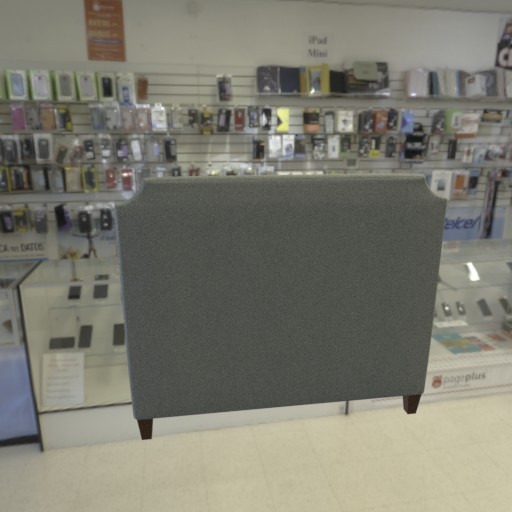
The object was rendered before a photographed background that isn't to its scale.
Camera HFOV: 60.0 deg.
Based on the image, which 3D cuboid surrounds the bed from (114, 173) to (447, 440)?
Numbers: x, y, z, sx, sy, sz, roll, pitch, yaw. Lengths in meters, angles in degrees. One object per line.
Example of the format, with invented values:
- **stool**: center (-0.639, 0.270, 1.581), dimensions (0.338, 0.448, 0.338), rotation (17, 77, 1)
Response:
- **bed**: center (0.000, 0.000, 3.465), dimensions (1.712, 1.443, 2.372), rotation (-2, 15, -8)
